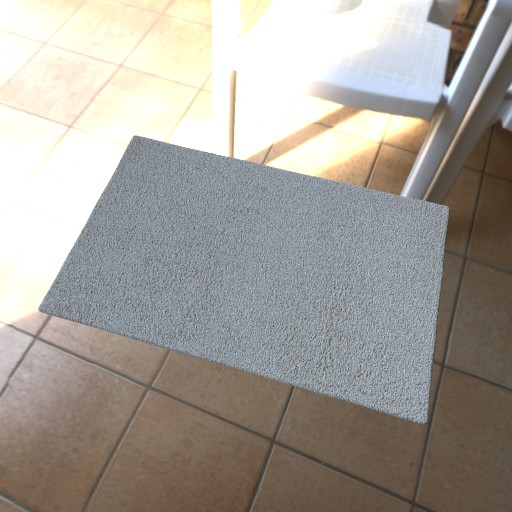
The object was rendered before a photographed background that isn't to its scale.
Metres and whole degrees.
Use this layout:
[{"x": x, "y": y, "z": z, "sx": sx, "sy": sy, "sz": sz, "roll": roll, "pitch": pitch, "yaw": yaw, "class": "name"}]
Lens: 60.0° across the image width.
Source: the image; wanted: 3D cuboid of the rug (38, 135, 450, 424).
[{"x": 0.000, "y": 0.000, "z": 2.981, "sx": 2.438, "sy": 0.030, "sz": 1.524, "roll": 14, "pitch": 63, "yaw": 7, "class": "rug"}]
